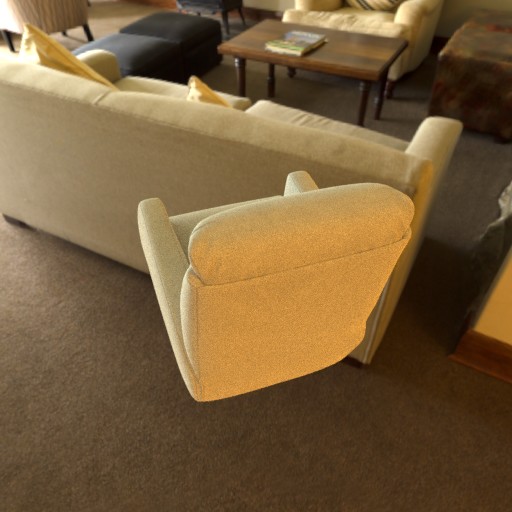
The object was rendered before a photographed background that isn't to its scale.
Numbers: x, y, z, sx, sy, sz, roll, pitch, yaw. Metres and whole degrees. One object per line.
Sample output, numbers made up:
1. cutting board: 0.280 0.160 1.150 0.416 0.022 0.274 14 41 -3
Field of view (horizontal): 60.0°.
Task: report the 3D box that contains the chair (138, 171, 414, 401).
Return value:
1. chair: 0.000 0.000 1.696 0.812 1.015 0.941 -13 44 -14
